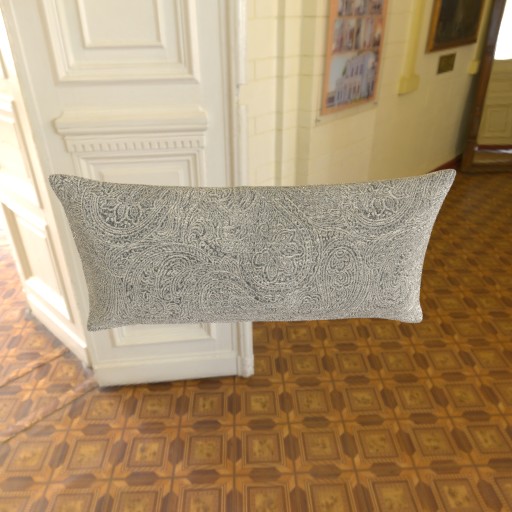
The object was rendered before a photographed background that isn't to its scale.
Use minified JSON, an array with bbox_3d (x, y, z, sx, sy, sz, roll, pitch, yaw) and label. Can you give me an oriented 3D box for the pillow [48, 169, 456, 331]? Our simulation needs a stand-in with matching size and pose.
[{"bbox_3d":[0.000,0.000,0.741,0.615,0.295,0.151,-1,30,-2],"label":"pillow"}]
